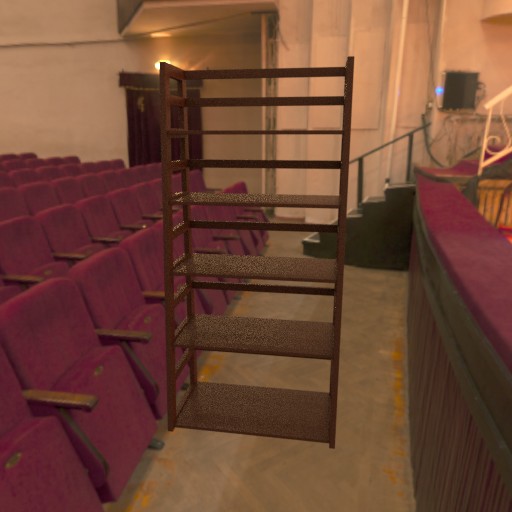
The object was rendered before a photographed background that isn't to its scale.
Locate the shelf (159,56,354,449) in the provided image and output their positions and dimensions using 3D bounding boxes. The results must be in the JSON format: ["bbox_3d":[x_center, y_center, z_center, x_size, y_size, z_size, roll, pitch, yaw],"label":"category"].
[{"bbox_3d":[0.000,0.000,1.969,0.763,1.600,0.403,2,15,9],"label":"shelf"}]
